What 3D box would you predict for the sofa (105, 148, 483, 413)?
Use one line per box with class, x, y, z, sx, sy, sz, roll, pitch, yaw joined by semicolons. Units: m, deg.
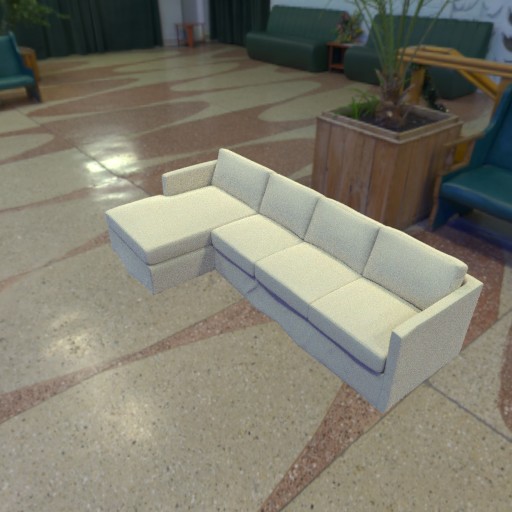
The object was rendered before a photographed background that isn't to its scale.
sofa;0.000;0.000;3.927;1.650;0.922;3.205;-22;39;-30
